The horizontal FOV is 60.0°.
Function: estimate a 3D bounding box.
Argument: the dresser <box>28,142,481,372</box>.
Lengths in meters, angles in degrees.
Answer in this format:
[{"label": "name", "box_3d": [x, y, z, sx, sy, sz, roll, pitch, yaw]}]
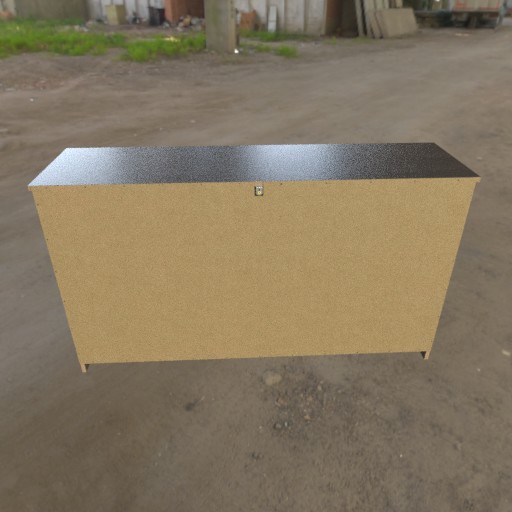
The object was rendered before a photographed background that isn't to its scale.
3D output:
[{"label": "dresser", "box_3d": [0.000, 0.000, 1.689, 1.360, 0.755, 0.401, -2, 31, -3]}]
